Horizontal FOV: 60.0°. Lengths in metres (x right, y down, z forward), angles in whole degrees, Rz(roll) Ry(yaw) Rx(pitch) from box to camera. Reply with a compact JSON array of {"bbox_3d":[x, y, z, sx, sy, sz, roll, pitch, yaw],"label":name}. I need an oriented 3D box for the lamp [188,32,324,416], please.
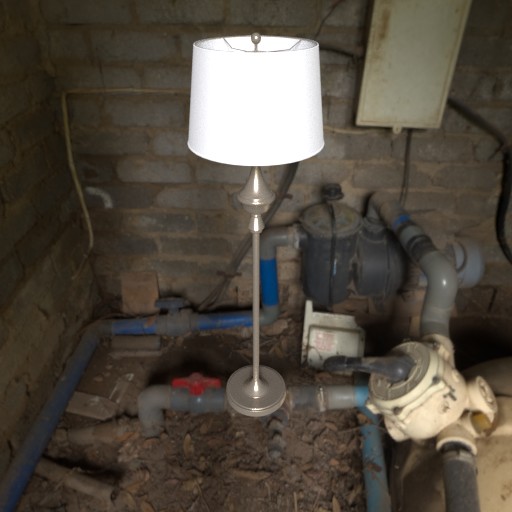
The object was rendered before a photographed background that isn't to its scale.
[{"bbox_3d":[0.000,0.000,1.644,0.431,1.488,0.431,0,33,0],"label":"lamp"}]
